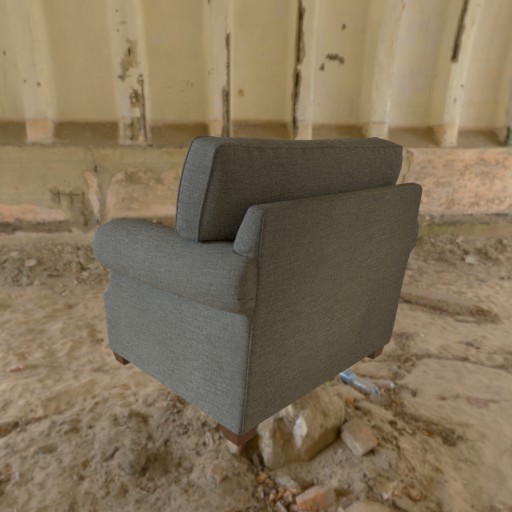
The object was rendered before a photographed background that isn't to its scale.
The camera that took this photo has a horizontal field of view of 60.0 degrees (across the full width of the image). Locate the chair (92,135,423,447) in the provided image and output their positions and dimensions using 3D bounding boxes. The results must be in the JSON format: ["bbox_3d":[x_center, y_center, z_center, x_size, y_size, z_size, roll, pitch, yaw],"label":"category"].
[{"bbox_3d":[0.000,0.000,1.842,1.092,0.961,0.965,-14,21,-43],"label":"chair"}]
